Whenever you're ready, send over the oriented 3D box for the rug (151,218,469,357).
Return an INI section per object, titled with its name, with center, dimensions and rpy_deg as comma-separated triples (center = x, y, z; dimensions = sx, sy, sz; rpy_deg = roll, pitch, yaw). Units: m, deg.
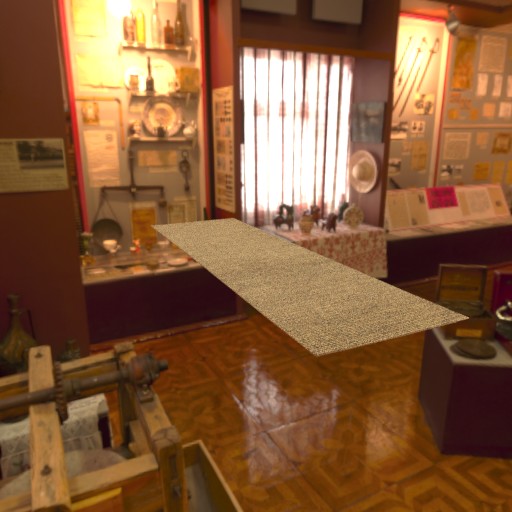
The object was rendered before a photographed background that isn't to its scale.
[rug]
center = 0.000, 0.000, 2.559
dimensions = 0.697, 0.013, 2.335
rpy_deg = -7, 17, -25
